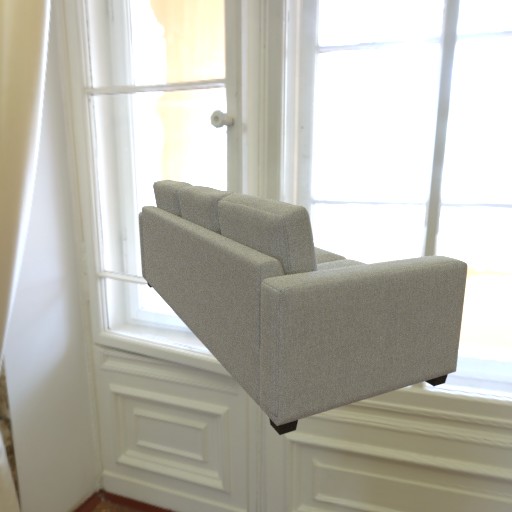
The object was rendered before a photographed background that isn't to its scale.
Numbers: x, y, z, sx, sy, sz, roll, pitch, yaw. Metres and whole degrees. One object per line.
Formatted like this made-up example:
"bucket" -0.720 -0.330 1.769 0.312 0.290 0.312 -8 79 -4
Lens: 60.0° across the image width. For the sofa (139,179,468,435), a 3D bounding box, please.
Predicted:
"sofa" 0.000 0.000 2.551 0.900 0.800 2.120 -6 15 -26
